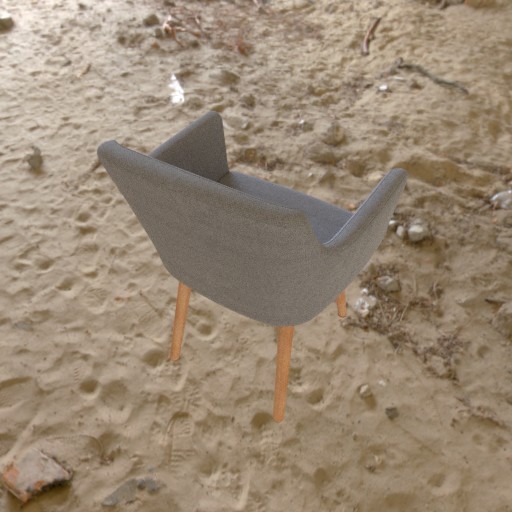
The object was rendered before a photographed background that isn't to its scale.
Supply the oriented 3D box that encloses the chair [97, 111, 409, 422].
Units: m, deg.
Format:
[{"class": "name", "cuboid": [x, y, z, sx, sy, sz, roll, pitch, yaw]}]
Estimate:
[{"class": "chair", "cuboid": [0.000, 0.000, 1.166, 0.570, 0.780, 0.540, 24, 49, 22]}]
